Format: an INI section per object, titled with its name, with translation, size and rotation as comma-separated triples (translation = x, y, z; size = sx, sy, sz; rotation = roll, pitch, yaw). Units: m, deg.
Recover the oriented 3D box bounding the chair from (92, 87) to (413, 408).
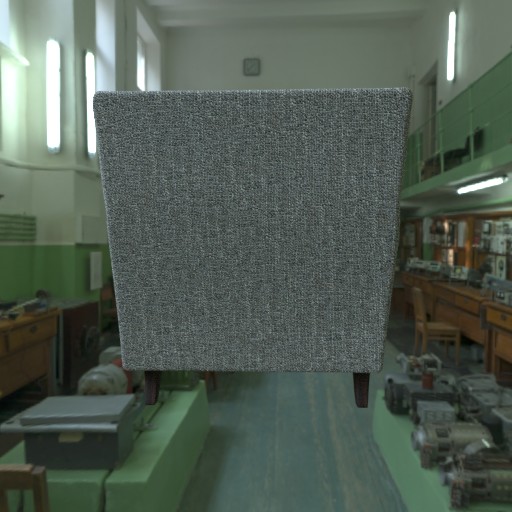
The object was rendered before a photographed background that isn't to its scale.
[chair]
translation = 0.000, 0.000, 1.625
size = 0.864, 0.928, 0.873
rotation = 0, 2, 2
